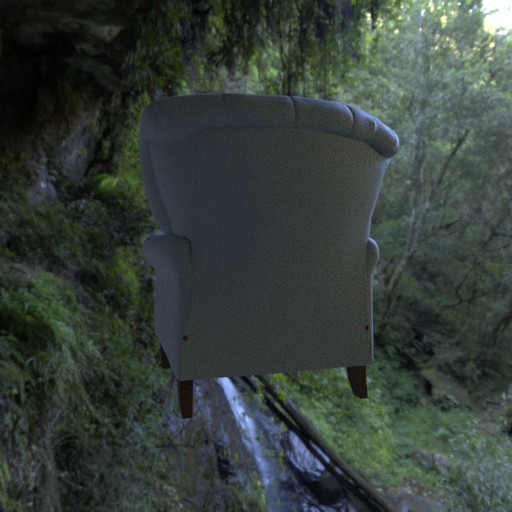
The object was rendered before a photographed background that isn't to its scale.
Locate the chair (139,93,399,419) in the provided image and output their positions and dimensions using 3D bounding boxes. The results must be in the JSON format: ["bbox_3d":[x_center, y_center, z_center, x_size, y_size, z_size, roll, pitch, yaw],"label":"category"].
[{"bbox_3d":[0.000,0.000,2.106,1.090,1.217,1.128,0,1,-17],"label":"chair"}]
